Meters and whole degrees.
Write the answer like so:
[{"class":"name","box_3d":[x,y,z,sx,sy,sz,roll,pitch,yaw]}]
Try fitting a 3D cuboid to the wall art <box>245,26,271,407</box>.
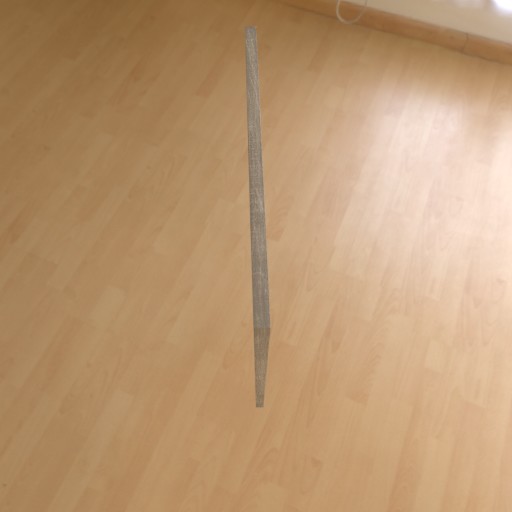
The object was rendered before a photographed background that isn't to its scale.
[{"class":"wall art","box_3d":[0.000,0.000,1.397,0.035,1.022,0.781,-2,64,-1]}]
